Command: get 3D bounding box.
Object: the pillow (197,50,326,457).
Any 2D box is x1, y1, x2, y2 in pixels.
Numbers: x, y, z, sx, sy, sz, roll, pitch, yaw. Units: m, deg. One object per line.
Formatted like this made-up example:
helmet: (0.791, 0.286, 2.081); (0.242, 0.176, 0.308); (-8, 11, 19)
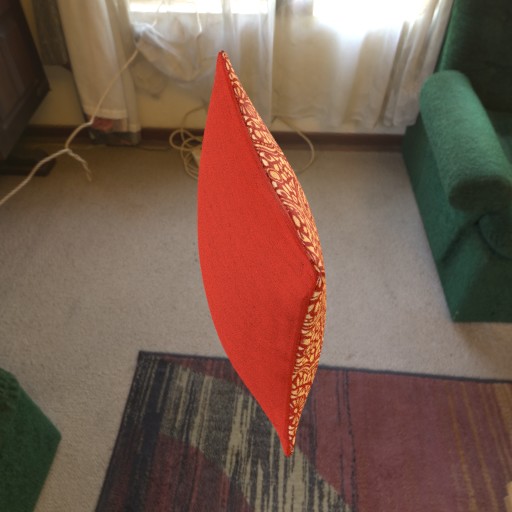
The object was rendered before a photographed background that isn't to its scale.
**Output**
pillow: (0.000, 0.000, 0.649); (0.162, 0.419, 0.438); (-10, 48, -9)
